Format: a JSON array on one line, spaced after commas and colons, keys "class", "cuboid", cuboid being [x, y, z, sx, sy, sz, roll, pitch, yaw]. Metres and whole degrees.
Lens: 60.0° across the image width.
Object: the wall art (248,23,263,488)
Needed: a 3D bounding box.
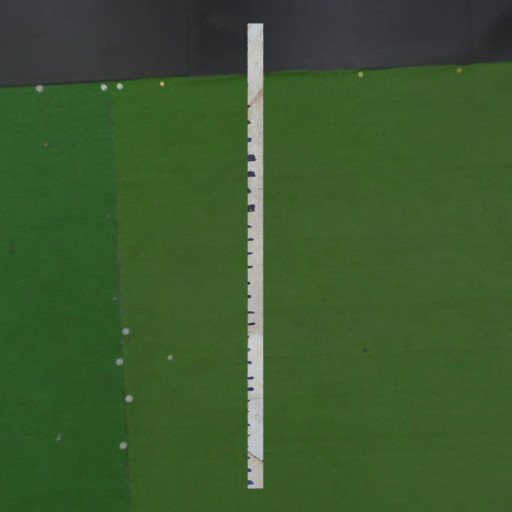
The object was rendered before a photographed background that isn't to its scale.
[{"class": "wall art", "cuboid": [0.000, 0.000, 1.468, 0.038, 0.757, 1.143, 0, 90, 0]}]
